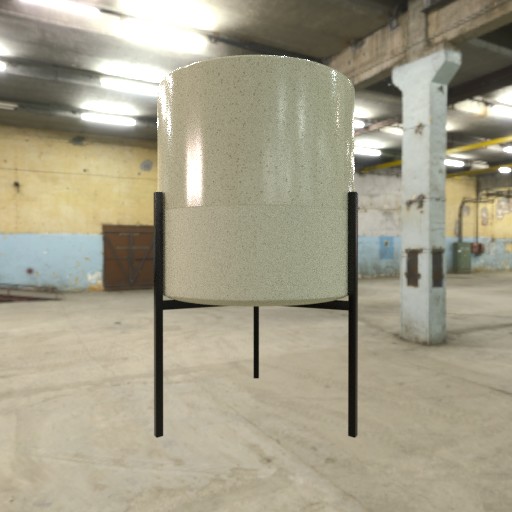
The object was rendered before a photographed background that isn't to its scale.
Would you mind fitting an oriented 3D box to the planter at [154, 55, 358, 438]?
[{"bbox_3d":[0.000,0.000,0.546,0.234,0.390,0.243,0,1,0],"label":"planter"}]
